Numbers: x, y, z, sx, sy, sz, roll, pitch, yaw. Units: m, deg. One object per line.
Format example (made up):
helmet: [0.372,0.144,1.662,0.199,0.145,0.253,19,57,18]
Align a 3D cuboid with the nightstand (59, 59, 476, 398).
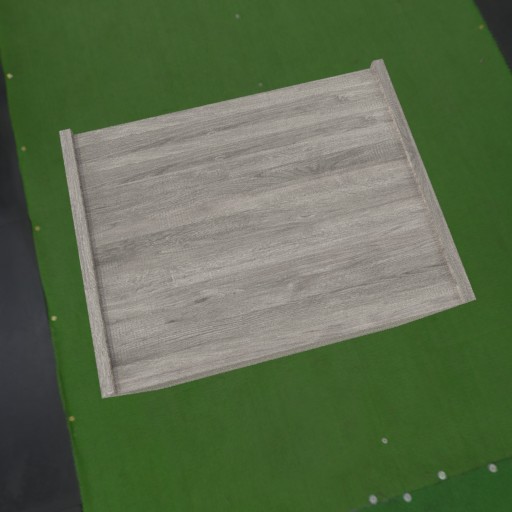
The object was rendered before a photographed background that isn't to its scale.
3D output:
nightstand: [0.000,0.000,0.837,0.480,0.500,0.380,-14,75,-4]
